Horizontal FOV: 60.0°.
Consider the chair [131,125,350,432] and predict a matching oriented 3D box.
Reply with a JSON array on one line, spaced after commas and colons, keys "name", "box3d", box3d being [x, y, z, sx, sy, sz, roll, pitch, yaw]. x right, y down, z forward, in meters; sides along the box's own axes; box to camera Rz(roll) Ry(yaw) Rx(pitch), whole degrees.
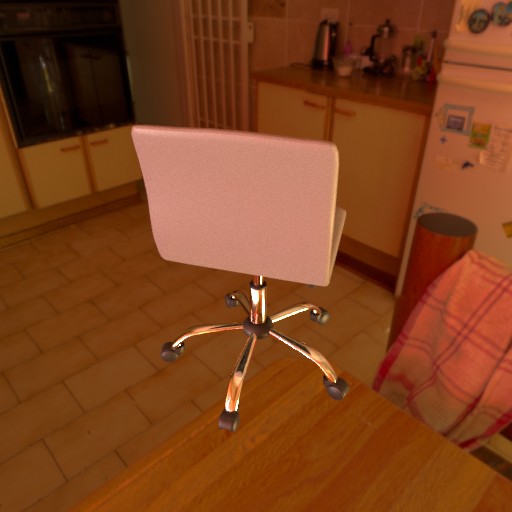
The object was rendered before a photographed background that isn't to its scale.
[{"name": "chair", "box3d": [0.000, 0.000, 1.148, 0.569, 0.750, 0.542, 9, 33, 14]}]
